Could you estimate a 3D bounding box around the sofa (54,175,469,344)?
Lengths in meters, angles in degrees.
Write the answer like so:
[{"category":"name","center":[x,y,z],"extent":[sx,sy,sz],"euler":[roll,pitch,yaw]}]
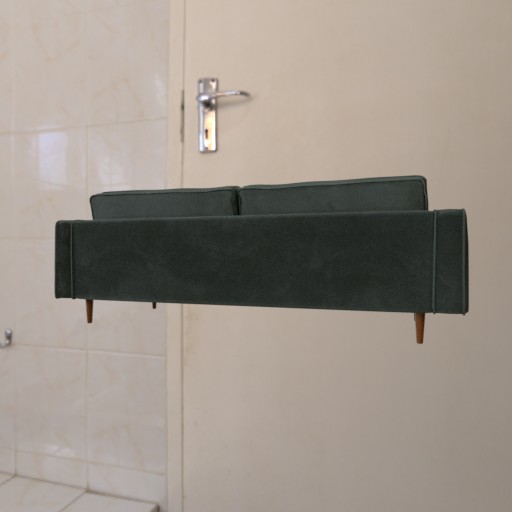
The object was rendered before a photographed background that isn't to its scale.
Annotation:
[{"category":"sofa","center":[0.000,0.000,2.627],"extent":[2.214,0.781,0.886],"euler":[0,0,19]}]
